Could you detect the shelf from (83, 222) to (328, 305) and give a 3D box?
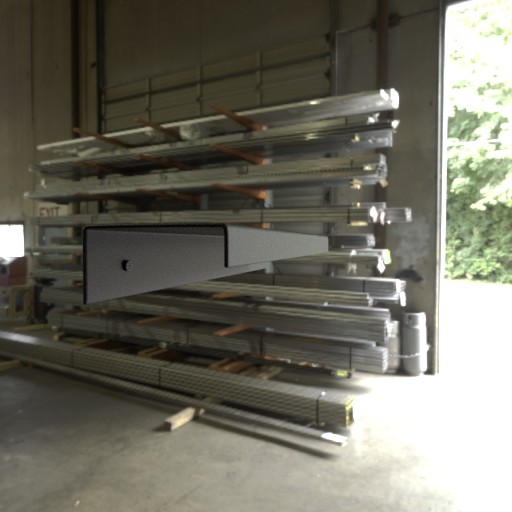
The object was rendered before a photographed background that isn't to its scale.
[{"bbox_3d":[0.000,0.000,0.493,0.102,0.053,0.456,0,2,17],"label":"shelf"}]
